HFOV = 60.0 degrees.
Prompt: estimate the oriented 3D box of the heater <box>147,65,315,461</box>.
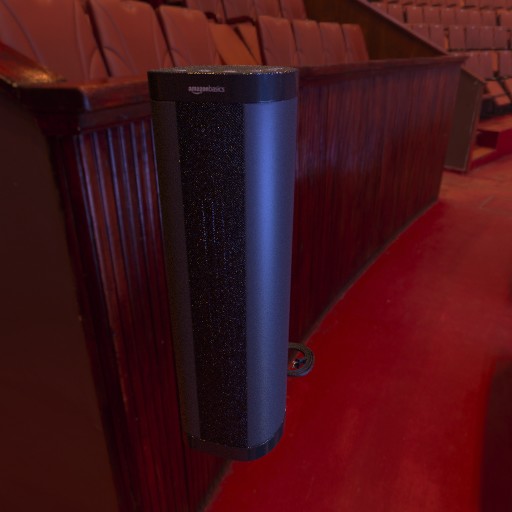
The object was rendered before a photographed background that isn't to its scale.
[{"bbox_3d":[0.000,0.000,0.697,0.174,0.552,0.312,8,27,16],"label":"heater"}]
